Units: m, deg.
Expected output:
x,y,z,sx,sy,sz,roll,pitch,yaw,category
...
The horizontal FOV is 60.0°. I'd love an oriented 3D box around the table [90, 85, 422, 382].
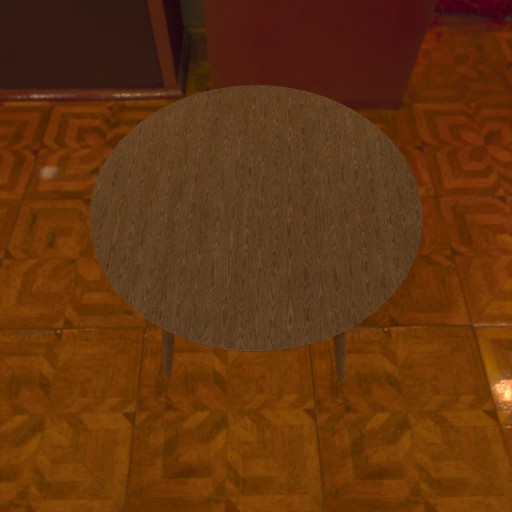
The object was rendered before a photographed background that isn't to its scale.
x,y,z,sx,sy,sz,roll,pitch,yaw,category
0.000,0.000,1.762,1.053,0.786,1.053,0,59,0,table
